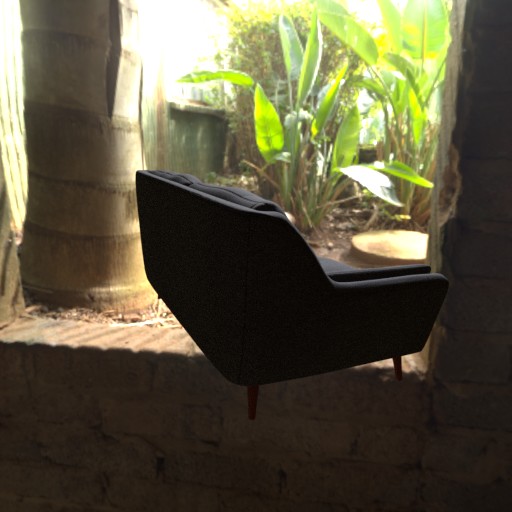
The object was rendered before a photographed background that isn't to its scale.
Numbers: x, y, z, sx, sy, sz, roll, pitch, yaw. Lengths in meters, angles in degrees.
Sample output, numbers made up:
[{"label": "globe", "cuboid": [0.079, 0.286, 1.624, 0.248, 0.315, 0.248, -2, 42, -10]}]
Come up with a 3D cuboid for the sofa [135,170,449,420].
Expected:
[{"label": "sofa", "cuboid": [0.000, 0.000, 2.491, 0.975, 0.896, 1.929, -8, 17, -25]}]
